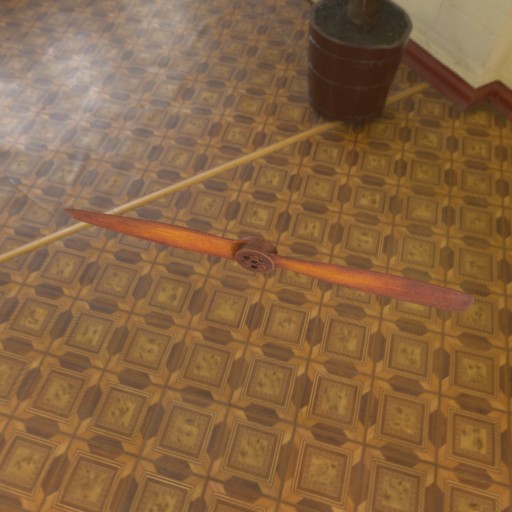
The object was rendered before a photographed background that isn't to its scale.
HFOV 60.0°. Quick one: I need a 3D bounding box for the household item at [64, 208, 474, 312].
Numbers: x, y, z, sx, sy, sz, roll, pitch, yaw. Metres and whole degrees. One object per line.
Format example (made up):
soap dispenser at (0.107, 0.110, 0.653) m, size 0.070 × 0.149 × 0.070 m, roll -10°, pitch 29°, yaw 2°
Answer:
household item at (0.000, 0.000, 1.258) m, size 1.181 × 0.121 × 0.051 m, roll 13°, pitch 58°, yaw 8°
